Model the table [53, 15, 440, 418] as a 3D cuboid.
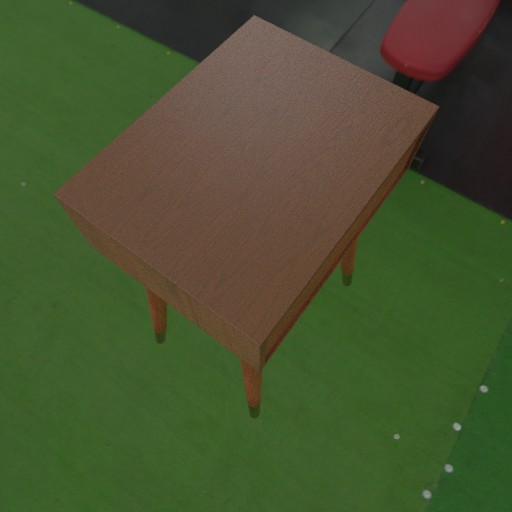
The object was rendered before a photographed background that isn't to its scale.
[{"bbox_3d":[0.000,0.000,0.803,0.300,0.599,0.406,34,69,15],"label":"table"}]
